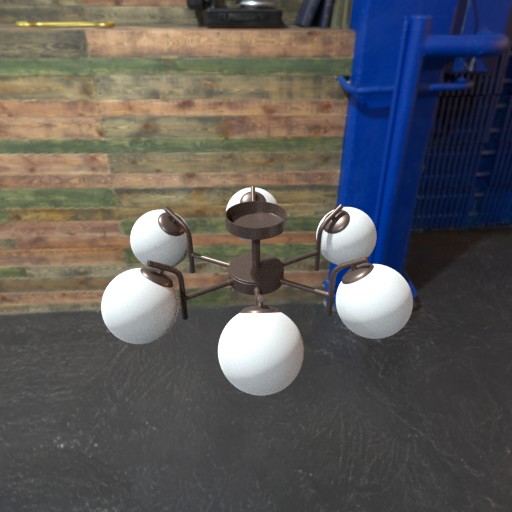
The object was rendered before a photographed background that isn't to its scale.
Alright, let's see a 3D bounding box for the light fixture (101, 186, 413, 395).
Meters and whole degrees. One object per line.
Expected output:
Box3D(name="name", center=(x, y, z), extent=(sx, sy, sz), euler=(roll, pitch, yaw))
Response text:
Box3D(name="light fixture", center=(0.000, 0.000, 0.952), extent=(0.662, 0.201, 0.662), euler=(0, 31, 0))
